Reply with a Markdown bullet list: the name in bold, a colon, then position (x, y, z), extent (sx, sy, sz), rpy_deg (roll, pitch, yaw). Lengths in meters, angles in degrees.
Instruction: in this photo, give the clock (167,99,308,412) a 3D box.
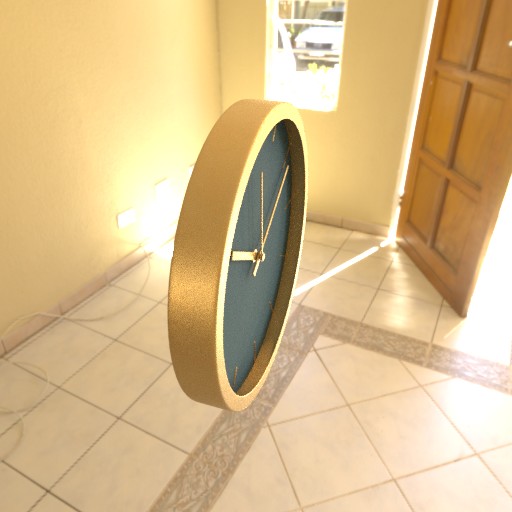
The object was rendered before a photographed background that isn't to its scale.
- **clock**: position (0.000, 0.000, 0.471), extent (0.040, 0.314, 0.314), rpy_deg (10, 33, 16)
